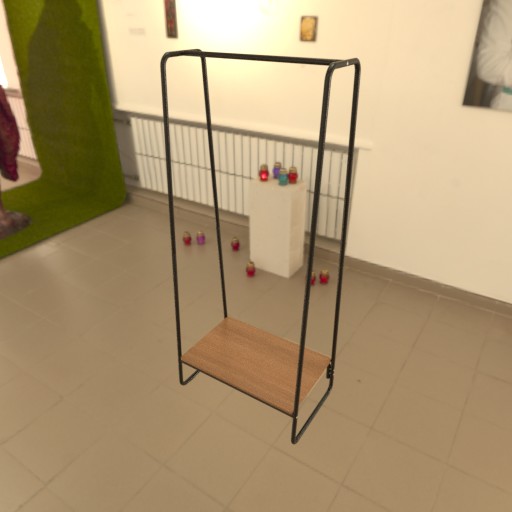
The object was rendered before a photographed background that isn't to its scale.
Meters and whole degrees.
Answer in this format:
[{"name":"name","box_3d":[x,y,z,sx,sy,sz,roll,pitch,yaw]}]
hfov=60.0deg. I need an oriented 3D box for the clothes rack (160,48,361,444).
[{"name":"clothes rack","box_3d":[0.000,0.000,1.806,0.640,1.500,0.400,18,34,28]}]
